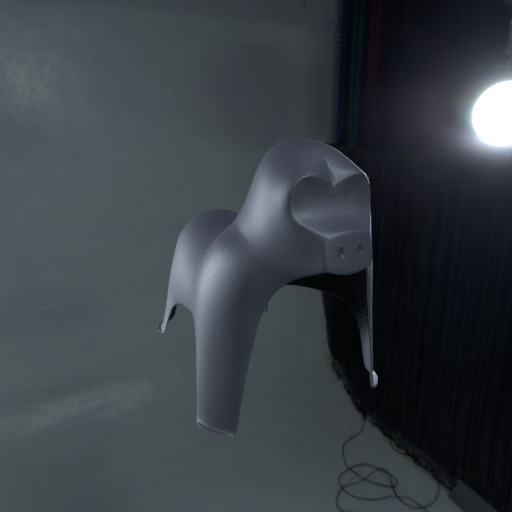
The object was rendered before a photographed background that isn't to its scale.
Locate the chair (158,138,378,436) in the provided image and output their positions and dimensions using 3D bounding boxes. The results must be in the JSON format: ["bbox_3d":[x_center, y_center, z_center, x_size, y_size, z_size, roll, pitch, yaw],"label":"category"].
[{"bbox_3d":[0.000,0.000,1.157,0.490,0.600,0.758,-8,18,-26],"label":"chair"}]
